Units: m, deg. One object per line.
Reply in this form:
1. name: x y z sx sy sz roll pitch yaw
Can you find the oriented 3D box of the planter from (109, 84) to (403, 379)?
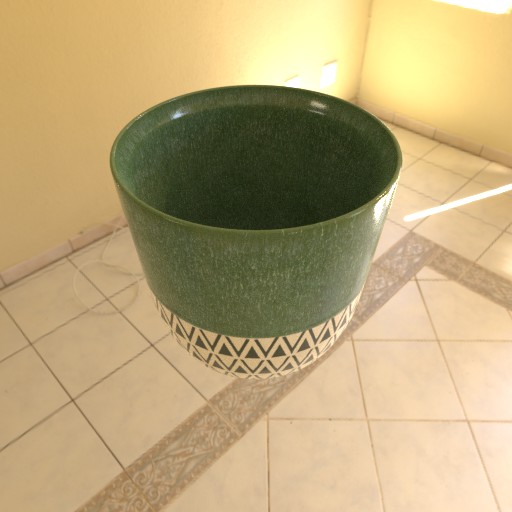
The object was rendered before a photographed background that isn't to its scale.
1. planter: 0.000 0.000 0.375 0.195 0.214 0.195 0 43 0
